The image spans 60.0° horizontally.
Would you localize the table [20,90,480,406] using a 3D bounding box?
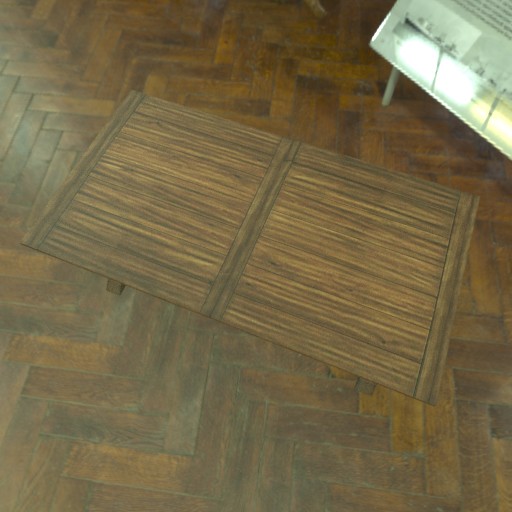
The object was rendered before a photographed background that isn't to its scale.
[{"bbox_3d":[0.000,0.000,2.493,1.966,0.793,1.071,20,65,10],"label":"table"}]
